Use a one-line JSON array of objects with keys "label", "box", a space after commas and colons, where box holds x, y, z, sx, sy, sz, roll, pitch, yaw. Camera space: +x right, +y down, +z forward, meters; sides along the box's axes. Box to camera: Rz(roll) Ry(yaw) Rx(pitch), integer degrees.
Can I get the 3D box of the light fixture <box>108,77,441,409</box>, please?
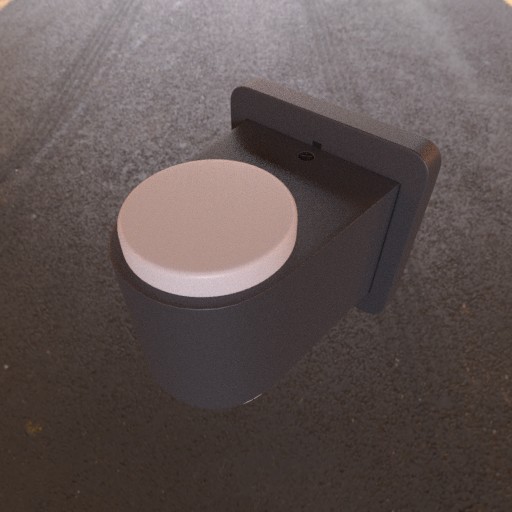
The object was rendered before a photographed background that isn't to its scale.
[{"label": "light fixture", "box": [0.000, 0.000, 0.212, 0.109, 0.109, 0.132, 31, 53, 26]}]
